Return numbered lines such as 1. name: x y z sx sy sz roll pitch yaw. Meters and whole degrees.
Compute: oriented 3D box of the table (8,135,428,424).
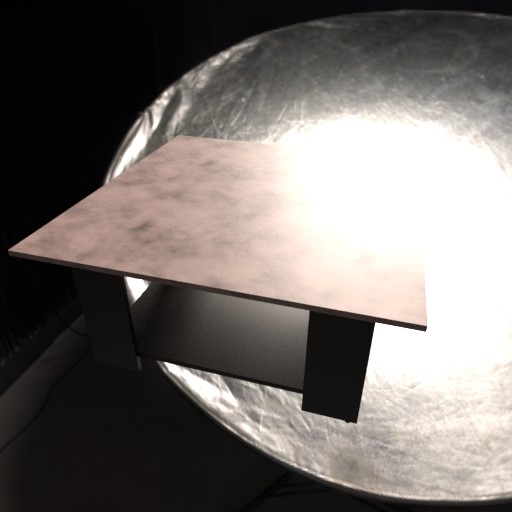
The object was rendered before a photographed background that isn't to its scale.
1. table: 0.000 0.000 1.015 0.670 0.305 0.670 9 33 14
